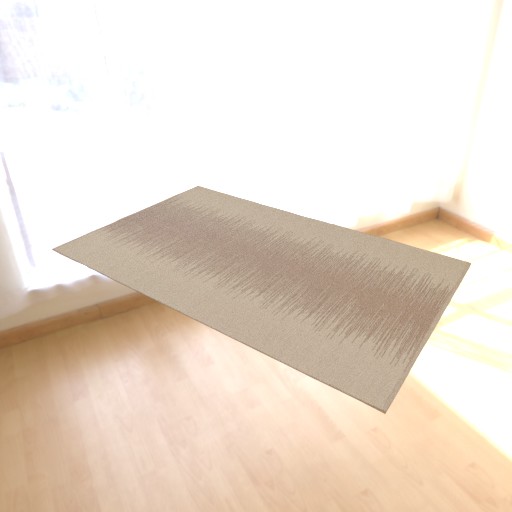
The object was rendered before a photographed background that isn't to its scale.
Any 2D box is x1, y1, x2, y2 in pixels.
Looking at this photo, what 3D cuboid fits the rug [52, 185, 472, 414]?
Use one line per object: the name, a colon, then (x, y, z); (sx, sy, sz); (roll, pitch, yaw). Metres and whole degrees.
rug: (0.000, 0.000, 3.021); (2.440, 0.012, 1.522); (20, 35, 30)
